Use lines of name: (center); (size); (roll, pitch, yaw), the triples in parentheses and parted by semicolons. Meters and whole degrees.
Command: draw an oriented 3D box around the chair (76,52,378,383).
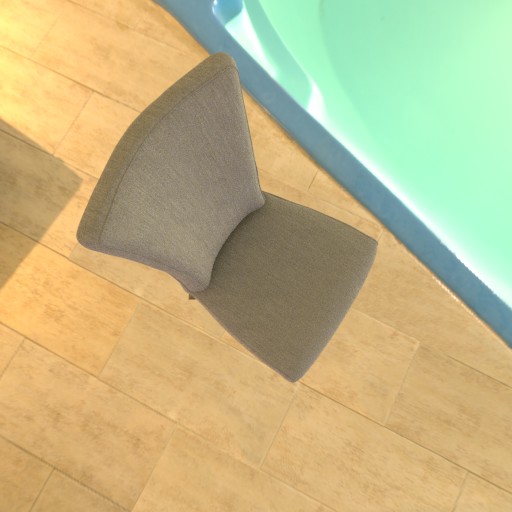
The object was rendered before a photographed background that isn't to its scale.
chair: (0.000, 0.000, 1.361); (0.660, 0.991, 0.520); (32, 79, 7)
